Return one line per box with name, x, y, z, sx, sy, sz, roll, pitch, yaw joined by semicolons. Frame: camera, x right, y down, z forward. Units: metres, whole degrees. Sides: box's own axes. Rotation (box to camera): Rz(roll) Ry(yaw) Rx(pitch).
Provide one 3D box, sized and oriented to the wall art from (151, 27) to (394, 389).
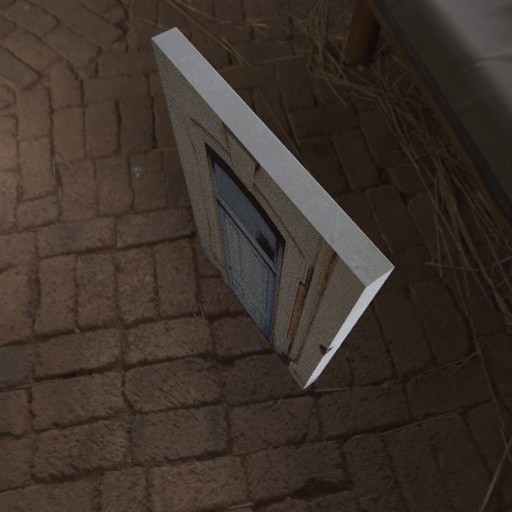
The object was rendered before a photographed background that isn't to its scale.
wall art;0.000;0.000;0.757;0.036;0.607;0.403;-32;69;-14
